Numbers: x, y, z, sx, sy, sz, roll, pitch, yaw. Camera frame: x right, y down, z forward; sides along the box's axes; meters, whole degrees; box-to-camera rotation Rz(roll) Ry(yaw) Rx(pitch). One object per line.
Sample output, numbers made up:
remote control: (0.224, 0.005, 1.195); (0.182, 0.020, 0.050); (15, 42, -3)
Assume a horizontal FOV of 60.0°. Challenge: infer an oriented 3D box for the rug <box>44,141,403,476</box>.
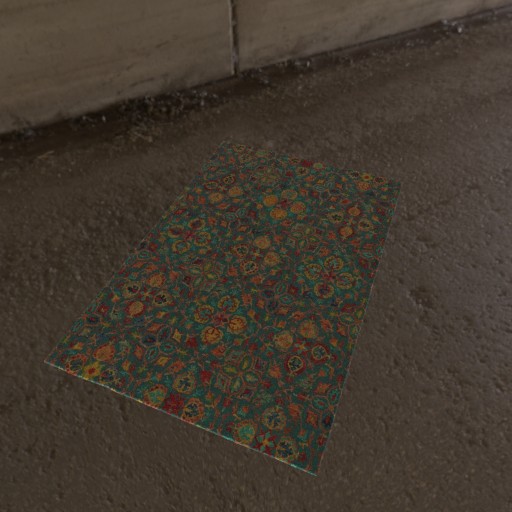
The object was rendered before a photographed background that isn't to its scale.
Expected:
rug: (0.000, 0.000, 2.899); (1.527, 0.016, 2.290); (17, 49, 15)
